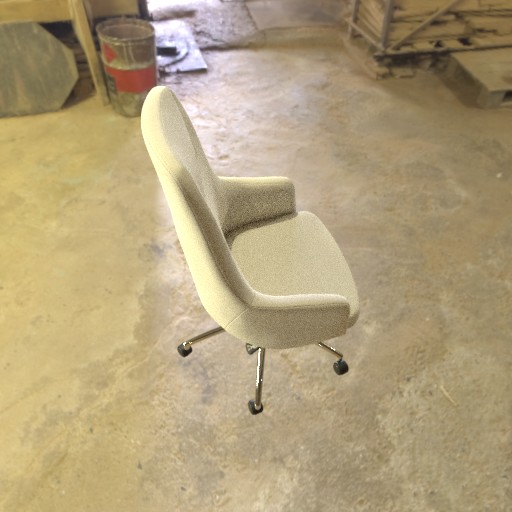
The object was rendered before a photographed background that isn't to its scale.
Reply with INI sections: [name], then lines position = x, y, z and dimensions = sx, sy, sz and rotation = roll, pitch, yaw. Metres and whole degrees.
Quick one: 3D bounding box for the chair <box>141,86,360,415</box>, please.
[chair]
position = 0.000, 0.000, 1.451
dimensions = 0.640, 1.049, 0.620
rotation = -10, 48, -9
